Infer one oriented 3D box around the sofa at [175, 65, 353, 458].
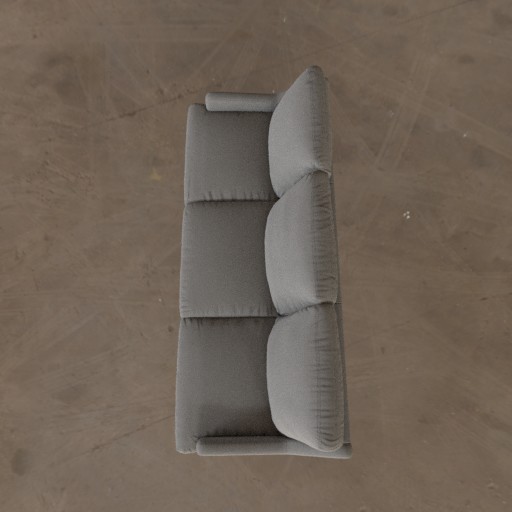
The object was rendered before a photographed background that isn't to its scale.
[{"bbox_3d":[0.000,0.000,2.831,0.987,0.926,2.344,0,74,0],"label":"sofa"}]
